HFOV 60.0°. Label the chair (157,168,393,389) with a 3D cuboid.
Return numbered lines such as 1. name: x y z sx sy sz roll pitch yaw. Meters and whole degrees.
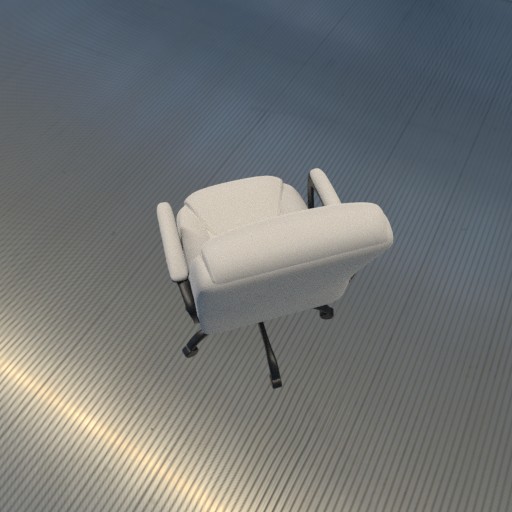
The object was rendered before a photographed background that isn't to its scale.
1. chair: 0.000 0.000 1.461 0.663 1.065 0.669 -14 59 -8
